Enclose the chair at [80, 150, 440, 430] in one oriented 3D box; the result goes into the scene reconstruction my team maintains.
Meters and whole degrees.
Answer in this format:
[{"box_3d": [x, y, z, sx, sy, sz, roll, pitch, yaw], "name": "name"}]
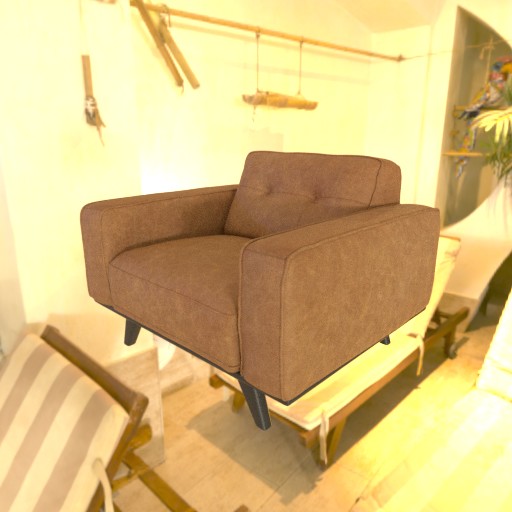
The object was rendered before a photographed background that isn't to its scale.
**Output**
[{"box_3d": [0.000, 0.000, 1.771, 1.118, 0.782, 0.952, 15, 22, 42], "name": "chair"}]
